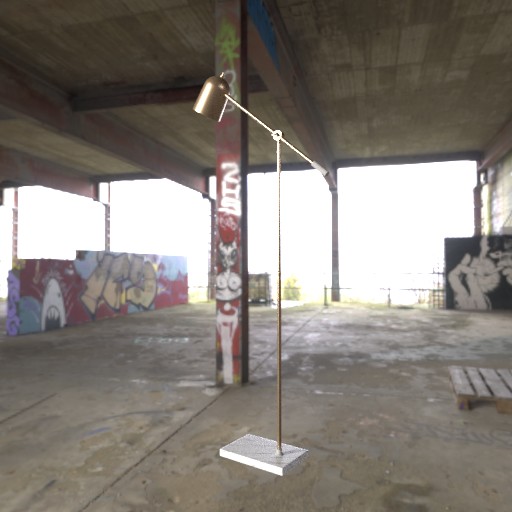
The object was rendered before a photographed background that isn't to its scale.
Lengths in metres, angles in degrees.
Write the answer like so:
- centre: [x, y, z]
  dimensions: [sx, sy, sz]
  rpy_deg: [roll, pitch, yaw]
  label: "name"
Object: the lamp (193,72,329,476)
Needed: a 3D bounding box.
- centre: [0.000, 0.000, 1.801]
  dimensions: [0.653, 1.594, 0.194]
  rpy_deg: [-1, -2, 35]
  label: "lamp"
